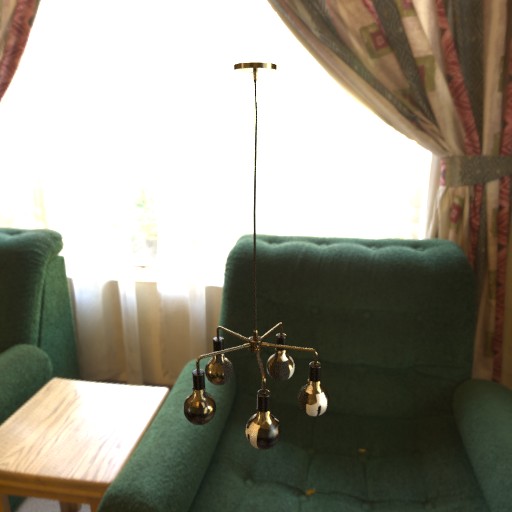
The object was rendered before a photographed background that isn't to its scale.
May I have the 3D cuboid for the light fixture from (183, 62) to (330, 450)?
[{"bbox_3d":[0.000,0.000,1.233,0.438,0.988,0.421,-2,16,-7],"label":"light fixture"}]
